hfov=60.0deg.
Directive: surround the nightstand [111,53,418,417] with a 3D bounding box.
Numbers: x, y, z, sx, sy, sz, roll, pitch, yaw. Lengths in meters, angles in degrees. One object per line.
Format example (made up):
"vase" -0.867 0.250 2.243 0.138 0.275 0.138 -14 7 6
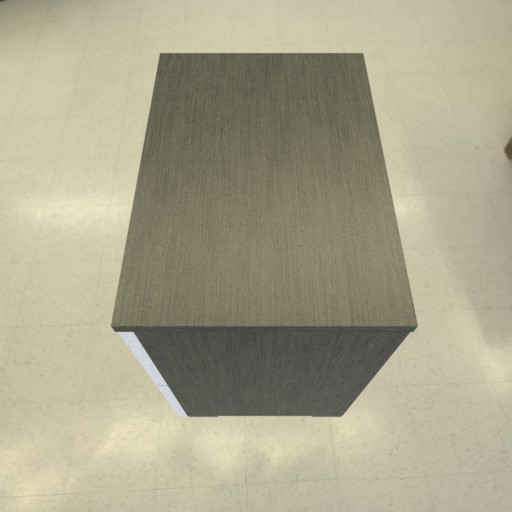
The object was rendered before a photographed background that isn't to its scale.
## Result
"nightstand" 0.000 0.000 0.755 0.325 0.460 0.441 0 59 0
